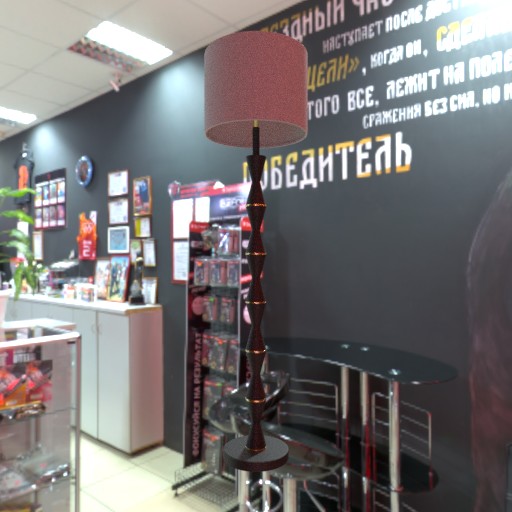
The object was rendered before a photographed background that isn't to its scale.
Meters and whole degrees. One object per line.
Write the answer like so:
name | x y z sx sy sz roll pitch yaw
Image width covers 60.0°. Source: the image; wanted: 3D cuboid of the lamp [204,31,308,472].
lamp | 0.000 0.000 1.642 0.381 1.480 0.381 0 0 -17
